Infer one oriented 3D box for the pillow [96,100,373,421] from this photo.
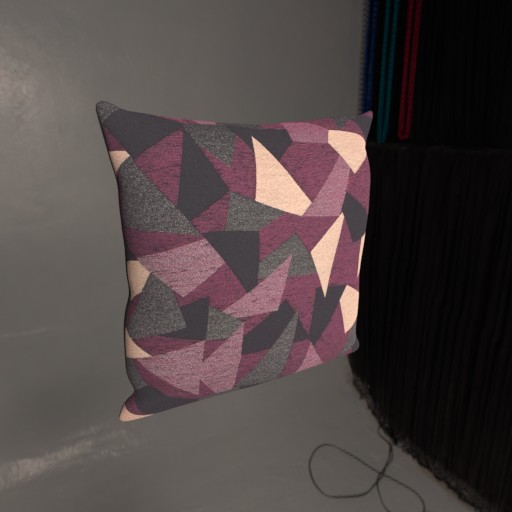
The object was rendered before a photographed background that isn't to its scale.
[{"bbox_3d":[0.000,0.000,0.764,0.503,0.496,0.208,-9,19,-28],"label":"pillow"}]
